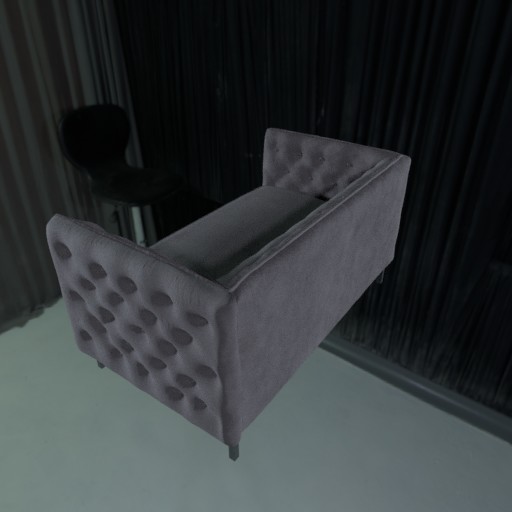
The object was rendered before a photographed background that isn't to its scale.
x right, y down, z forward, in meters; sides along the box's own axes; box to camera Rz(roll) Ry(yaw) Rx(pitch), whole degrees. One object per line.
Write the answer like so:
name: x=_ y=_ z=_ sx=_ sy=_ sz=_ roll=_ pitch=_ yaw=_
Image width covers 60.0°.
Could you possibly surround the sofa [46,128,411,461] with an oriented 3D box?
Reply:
sofa: x=0.000 y=0.000 z=2.163 sx=0.909 sy=0.810 sz=1.583 roll=20 pitch=37 yaw=30
